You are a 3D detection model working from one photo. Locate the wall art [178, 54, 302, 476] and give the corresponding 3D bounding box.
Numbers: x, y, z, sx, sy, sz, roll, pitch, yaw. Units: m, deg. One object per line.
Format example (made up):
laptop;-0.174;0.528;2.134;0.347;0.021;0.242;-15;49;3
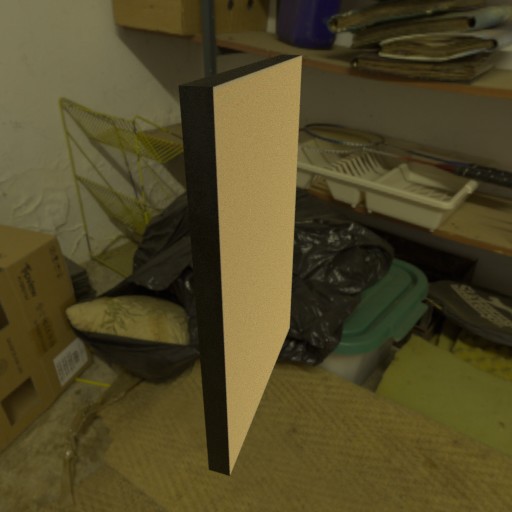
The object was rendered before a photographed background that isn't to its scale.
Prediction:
wall art;0.000;0.000;0.578;0.031;0.457;0.313;9;30;15
